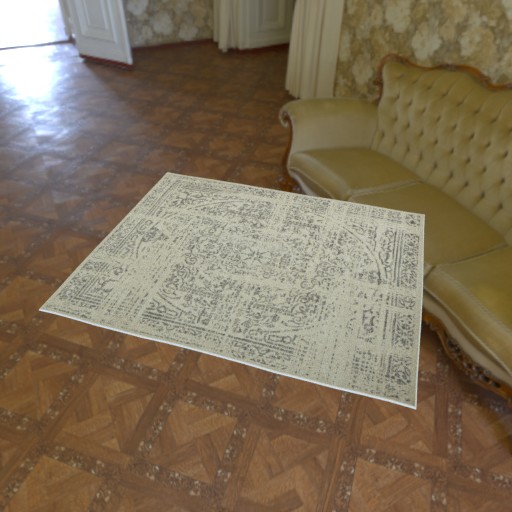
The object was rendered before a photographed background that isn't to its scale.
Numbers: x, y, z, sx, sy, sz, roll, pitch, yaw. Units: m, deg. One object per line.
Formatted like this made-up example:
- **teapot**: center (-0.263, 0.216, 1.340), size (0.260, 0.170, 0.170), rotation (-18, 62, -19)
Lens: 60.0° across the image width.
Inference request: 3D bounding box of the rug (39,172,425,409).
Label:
- **rug**: center (0.000, 0.000, 4.036), size (2.921, 0.032, 2.311), rotation (11, 41, 13)
